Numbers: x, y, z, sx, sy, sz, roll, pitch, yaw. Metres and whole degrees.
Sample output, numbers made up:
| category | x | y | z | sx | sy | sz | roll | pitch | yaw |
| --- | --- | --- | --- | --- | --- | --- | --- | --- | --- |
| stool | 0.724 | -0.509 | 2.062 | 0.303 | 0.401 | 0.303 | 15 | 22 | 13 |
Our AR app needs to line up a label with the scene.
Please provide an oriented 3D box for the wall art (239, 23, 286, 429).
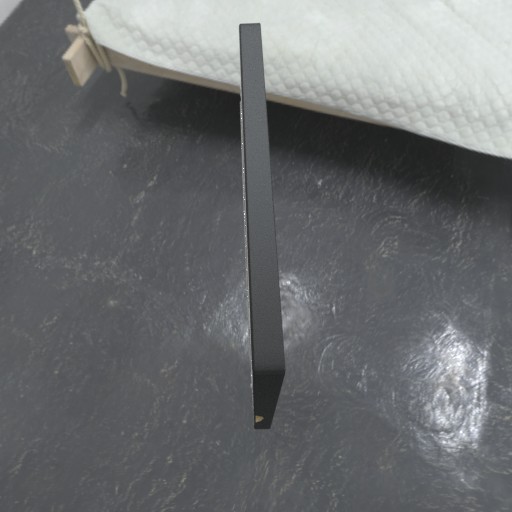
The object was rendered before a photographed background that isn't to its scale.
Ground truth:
| category | x | y | z | sx | sy | sz | roll | pitch | yaw |
| --- | --- | --- | --- | --- | --- | --- | --- | --- | --- |
| wall art | 0.000 | 0.000 | 0.911 | 0.043 | 0.611 | 0.610 | -2 | 63 | -1 |
